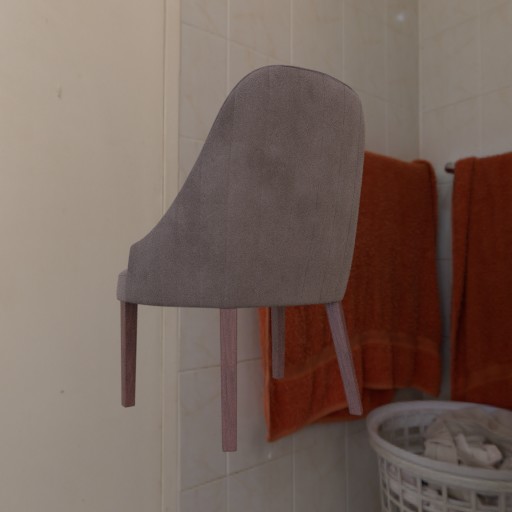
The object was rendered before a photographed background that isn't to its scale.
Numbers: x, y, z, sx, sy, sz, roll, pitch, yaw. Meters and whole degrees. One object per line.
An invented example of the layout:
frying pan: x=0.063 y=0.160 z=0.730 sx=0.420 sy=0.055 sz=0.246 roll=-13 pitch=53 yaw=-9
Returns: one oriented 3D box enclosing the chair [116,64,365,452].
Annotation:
chair: x=0.000 y=0.000 z=1.293 sx=0.643 sy=0.889 sz=0.575 roll=1 pitch=-2 yaw=-36
